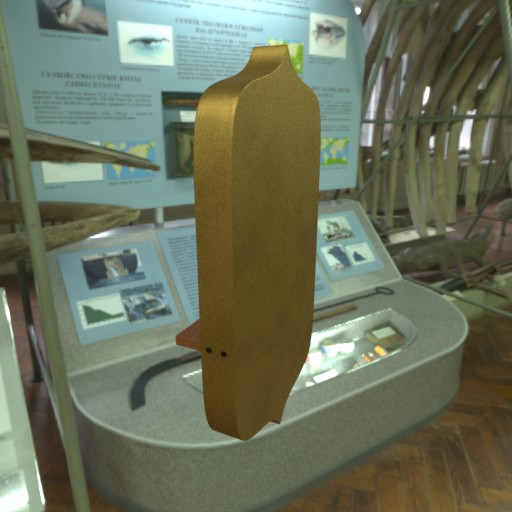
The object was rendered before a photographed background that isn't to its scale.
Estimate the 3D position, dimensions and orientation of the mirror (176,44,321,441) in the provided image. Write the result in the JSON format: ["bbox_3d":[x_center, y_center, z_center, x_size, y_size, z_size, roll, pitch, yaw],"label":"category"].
[{"bbox_3d":[0.000,0.000,0.712,0.096,0.613,0.323,9,20,25],"label":"mirror"}]
